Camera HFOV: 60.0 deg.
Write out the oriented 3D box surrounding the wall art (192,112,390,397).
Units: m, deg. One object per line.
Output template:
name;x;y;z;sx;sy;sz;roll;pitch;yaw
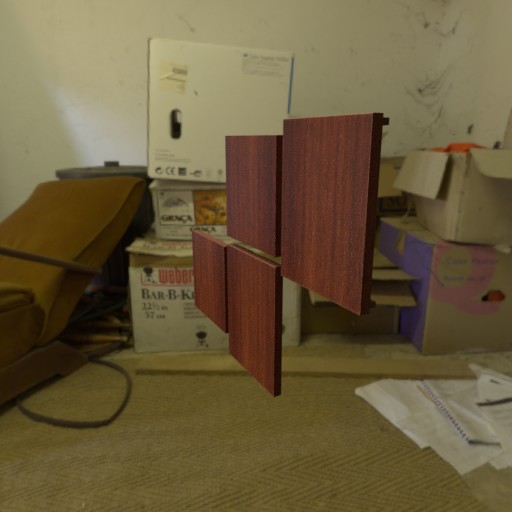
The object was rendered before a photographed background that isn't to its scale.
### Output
wall art;0.000;0.000;0.856;0.030;0.497;0.635;-8;17;-27
